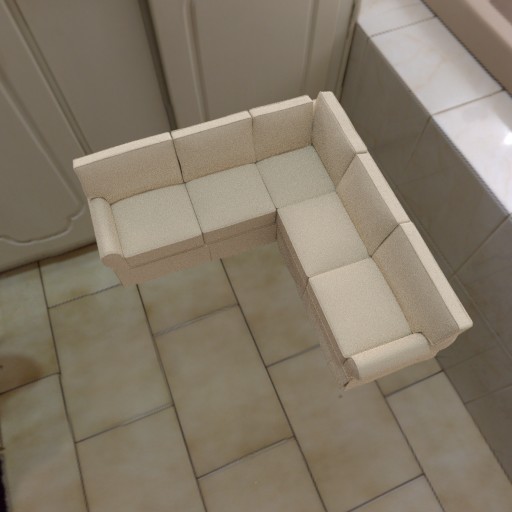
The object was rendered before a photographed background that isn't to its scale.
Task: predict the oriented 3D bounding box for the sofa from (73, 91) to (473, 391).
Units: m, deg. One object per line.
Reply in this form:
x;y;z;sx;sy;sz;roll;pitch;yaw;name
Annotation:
0.000;0.000;3.937;2.591;1.070;2.597;-18;64;-9;sofa
